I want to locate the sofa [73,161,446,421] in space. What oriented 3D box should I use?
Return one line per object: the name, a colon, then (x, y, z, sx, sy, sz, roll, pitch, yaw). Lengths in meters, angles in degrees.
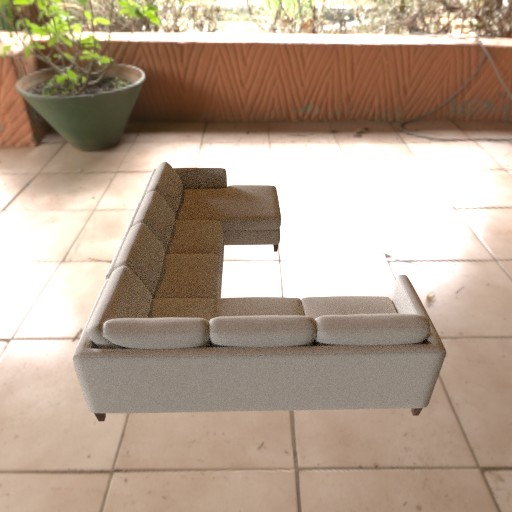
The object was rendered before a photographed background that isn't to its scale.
sofa: (0.000, 0.000, 4.419, 2.551, 0.853, 3.238, -1, 34, -1)
